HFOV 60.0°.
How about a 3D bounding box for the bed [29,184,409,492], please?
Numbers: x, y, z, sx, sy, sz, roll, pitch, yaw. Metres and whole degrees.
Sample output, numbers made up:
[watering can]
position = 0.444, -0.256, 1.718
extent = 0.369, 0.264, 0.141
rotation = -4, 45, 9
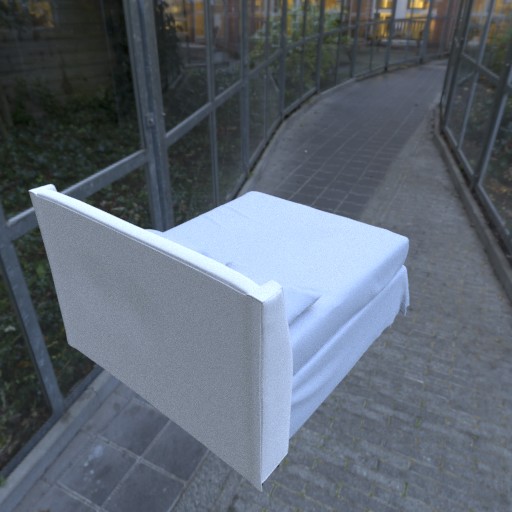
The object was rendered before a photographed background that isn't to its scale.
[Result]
[bed]
position = 0.000, 0.000, 3.363
extent = 1.925, 1.332, 2.276
rotation = 22, 37, 33
